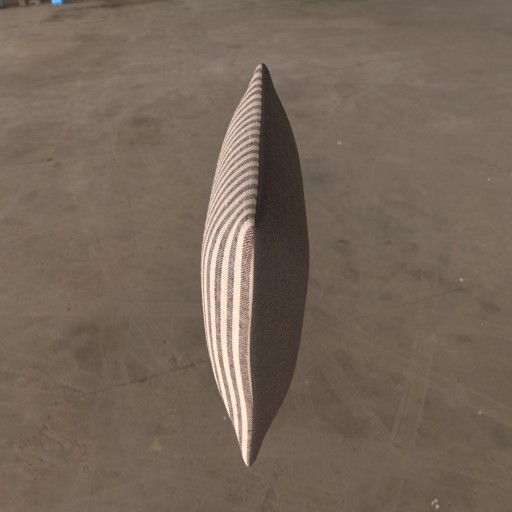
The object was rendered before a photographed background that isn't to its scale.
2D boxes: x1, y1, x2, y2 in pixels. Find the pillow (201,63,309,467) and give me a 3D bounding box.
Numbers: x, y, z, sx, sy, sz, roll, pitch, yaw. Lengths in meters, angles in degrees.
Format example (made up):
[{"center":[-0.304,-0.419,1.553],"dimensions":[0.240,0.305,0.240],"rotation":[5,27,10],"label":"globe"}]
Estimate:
[{"center":[0.000,0.000,0.782],"dimensions":[0.166,0.506,0.523],"rotation":[1,40,1],"label":"pillow"}]
